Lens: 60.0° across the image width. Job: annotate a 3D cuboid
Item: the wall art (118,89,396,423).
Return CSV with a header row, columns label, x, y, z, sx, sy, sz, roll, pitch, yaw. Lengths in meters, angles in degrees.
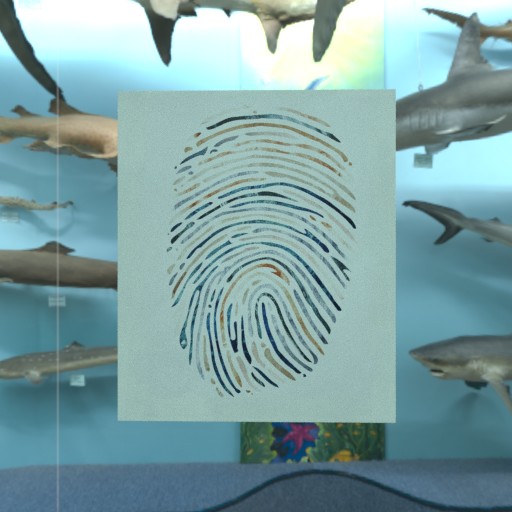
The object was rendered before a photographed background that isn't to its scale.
label,x,y,z,sx,sy,sz,roll,pitch,yaw
wall art,0.000,0.000,0.826,0.508,0.606,0.037,0,0,1
